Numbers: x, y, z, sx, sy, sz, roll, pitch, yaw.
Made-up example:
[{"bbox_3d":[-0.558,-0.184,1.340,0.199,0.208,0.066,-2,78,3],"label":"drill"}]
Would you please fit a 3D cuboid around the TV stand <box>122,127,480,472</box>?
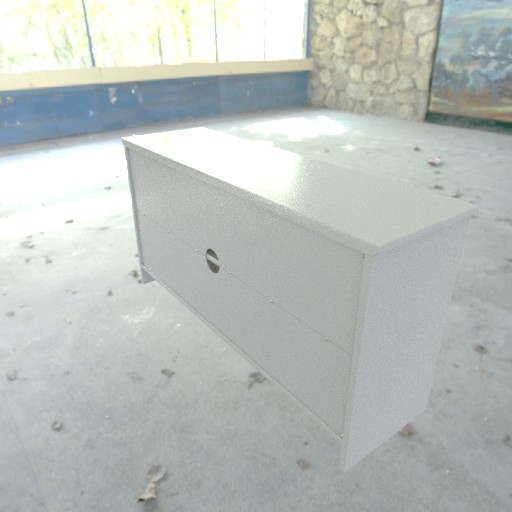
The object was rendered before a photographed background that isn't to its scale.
[{"bbox_3d":[0.000,0.000,1.424,0.344,0.603,1.167,-19,32,-33],"label":"TV stand"}]
